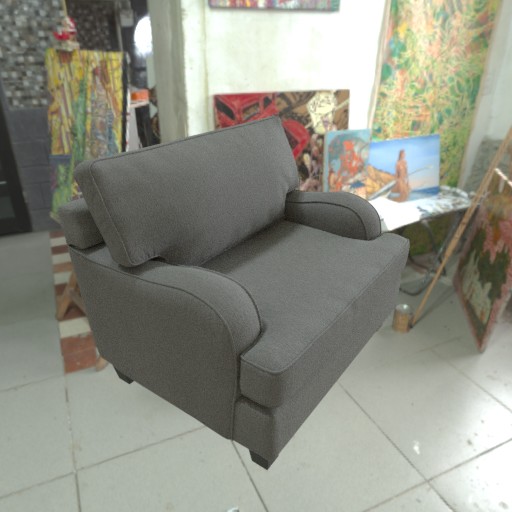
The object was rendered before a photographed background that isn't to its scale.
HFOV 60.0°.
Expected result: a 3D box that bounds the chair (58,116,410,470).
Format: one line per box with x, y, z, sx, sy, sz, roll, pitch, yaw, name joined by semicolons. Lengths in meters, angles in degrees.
0.000;0.000;1.981;1.041;1.016;1.220;18;32;31;chair
